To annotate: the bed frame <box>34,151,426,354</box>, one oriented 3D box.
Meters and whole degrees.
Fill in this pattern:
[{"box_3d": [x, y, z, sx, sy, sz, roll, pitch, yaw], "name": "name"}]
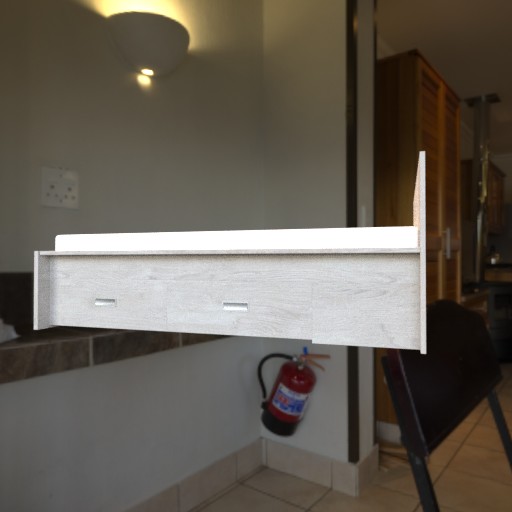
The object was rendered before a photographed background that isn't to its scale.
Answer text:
[{"box_3d": [0.000, 0.000, 2.829, 1.960, 0.800, 1.622, 0, -1, 19], "name": "bed frame"}]
